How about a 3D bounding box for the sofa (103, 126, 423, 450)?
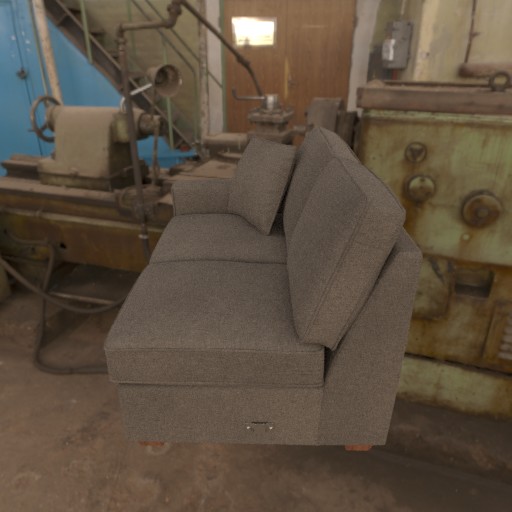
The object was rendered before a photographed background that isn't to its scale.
[{"bbox_3d":[0.000,0.000,2.014,0.991,0.989,1.388,0,26,1],"label":"sofa"}]
